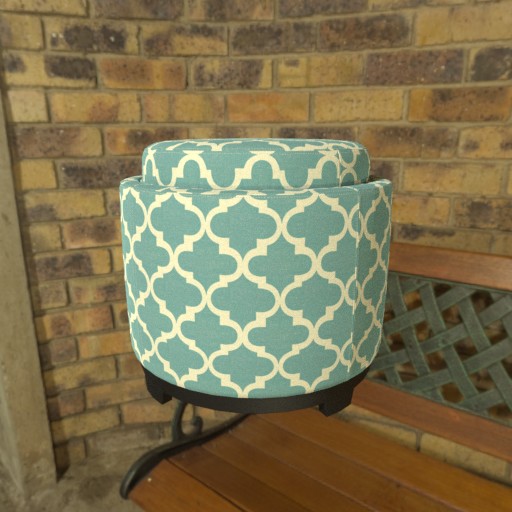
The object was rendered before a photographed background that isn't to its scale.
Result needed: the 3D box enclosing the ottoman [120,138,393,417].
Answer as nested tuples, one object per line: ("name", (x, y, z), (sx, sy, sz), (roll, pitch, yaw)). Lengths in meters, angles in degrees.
("ottoman", (0.000, 0.000, 0.836), (0.480, 0.429, 0.480), (0, 15, 0))
